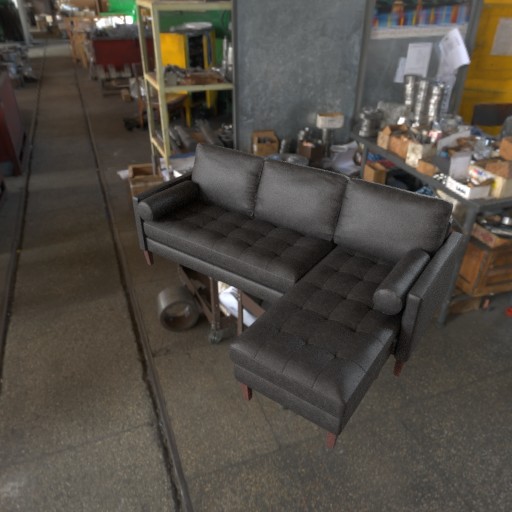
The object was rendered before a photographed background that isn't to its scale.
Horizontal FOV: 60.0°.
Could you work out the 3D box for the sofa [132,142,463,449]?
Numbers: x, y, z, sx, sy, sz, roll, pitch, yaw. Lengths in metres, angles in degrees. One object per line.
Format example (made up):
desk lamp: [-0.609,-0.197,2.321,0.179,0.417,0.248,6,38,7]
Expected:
sofa: [0.000,0.000,2.904,2.178,0.876,1.497,21,37,29]
